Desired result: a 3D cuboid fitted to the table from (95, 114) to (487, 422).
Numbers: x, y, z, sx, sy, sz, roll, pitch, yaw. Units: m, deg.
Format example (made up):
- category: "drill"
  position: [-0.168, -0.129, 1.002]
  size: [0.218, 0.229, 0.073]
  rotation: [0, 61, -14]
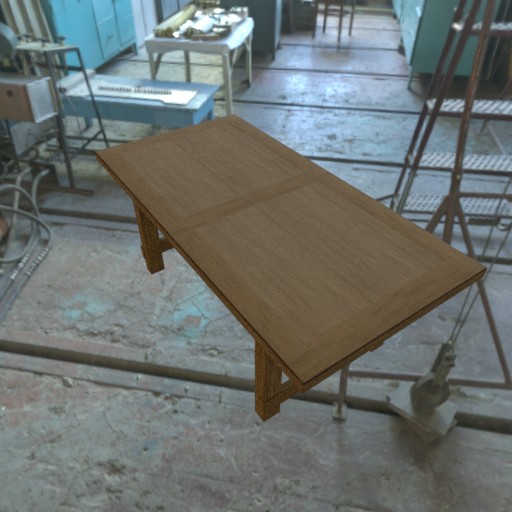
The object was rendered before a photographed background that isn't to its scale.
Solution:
- category: "table"
  position: [0.000, 0.000, 2.511]
  size: [1.000, 0.762, 1.982]
  rotation: [-24, 46, -26]
